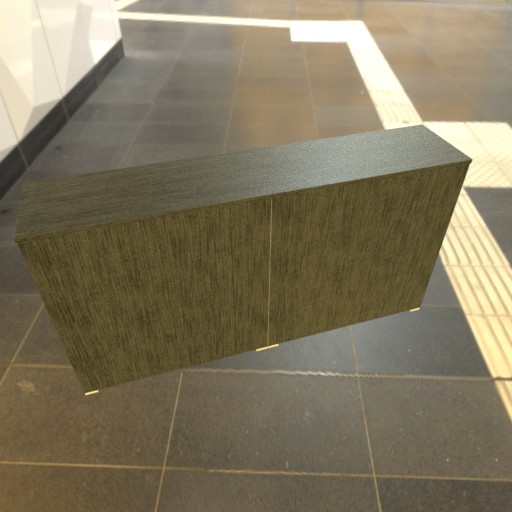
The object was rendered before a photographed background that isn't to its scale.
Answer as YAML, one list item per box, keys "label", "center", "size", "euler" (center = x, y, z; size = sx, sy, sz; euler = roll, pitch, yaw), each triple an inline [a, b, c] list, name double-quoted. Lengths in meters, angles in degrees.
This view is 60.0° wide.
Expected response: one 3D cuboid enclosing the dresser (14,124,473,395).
- label: "dresser"
  center: [0.000, 0.000, 1.800]
  size: [1.535, 0.790, 0.333]
  euler: [-12, 42, -13]
